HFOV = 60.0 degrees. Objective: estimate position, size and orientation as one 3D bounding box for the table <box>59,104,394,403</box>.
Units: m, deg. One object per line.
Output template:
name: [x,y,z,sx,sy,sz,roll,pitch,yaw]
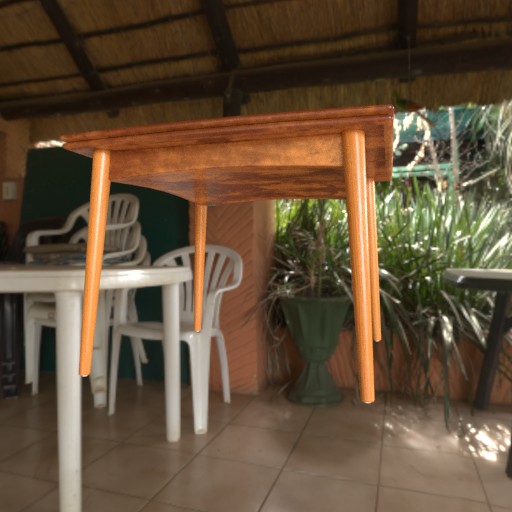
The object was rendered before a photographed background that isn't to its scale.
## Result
table: [0.000,0.000,1.677,0.991,0.754,0.991,0,0,17]
